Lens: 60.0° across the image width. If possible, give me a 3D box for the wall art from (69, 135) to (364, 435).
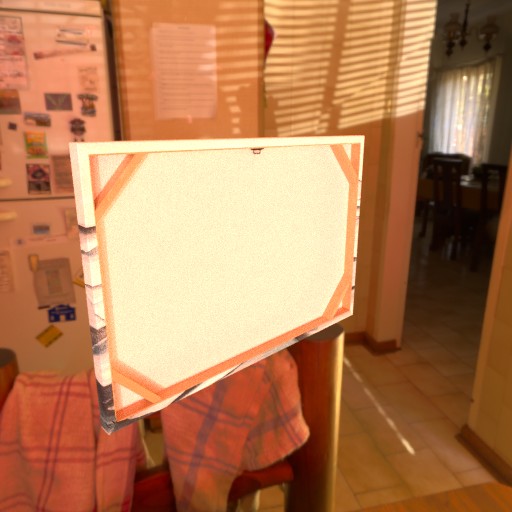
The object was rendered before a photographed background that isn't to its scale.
[{"bbox_3d":[0.000,0.000,1.183,0.914,0.609,0.039,-15,22,-42],"label":"wall art"}]
